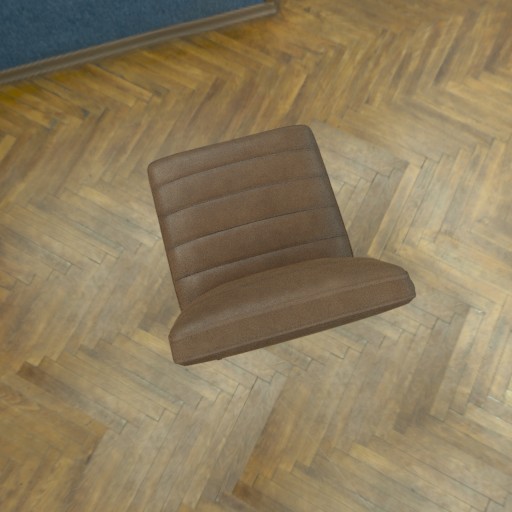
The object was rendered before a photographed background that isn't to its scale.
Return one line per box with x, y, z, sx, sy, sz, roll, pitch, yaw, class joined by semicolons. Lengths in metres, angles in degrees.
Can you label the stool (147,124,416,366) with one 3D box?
0.000;0.000;1.287;0.458;1.040;0.556;-15;76;-4;stool
